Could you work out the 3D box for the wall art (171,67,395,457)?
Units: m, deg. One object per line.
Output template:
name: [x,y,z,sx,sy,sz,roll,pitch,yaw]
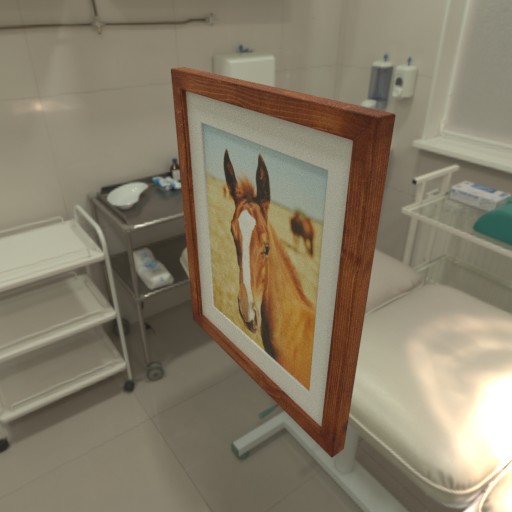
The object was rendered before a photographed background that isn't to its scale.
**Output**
wall art: [0.000,0.000,0.768,0.030,0.558,0.462,-21,36,-31]
